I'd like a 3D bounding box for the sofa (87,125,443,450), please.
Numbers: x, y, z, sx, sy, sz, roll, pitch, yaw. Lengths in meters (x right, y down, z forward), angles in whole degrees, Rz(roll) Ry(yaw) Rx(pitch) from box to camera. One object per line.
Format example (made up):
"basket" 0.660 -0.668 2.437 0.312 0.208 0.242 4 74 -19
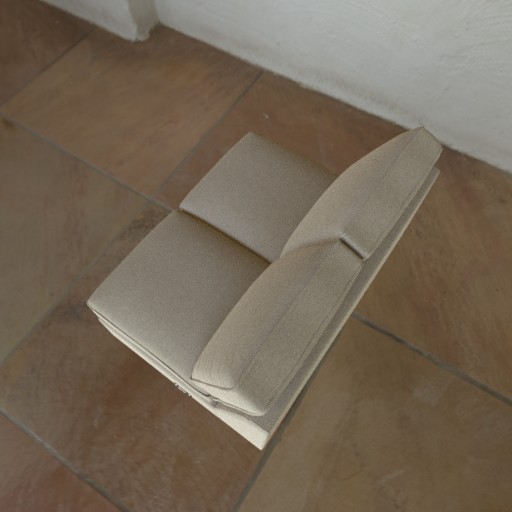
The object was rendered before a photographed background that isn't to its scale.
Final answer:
"sofa" 0.000 0.000 1.961 0.951 1.008 1.237 32 67 15
